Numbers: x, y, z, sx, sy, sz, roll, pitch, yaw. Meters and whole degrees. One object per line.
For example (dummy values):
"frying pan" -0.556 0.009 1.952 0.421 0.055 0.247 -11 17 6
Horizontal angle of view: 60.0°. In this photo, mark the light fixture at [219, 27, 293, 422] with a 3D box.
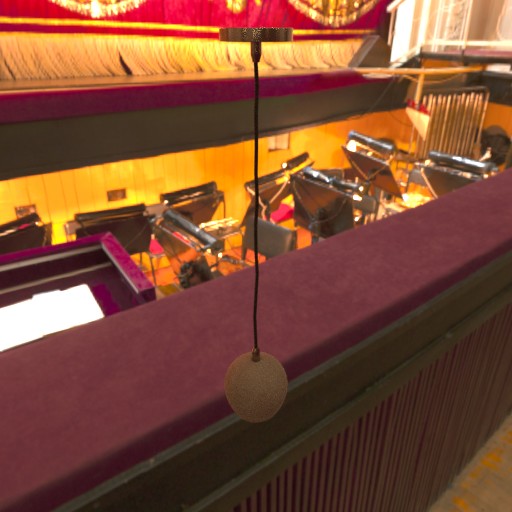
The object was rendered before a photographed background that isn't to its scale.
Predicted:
"light fixture" 0.000 0.000 0.834 0.139 0.764 0.139 -18 32 -31
